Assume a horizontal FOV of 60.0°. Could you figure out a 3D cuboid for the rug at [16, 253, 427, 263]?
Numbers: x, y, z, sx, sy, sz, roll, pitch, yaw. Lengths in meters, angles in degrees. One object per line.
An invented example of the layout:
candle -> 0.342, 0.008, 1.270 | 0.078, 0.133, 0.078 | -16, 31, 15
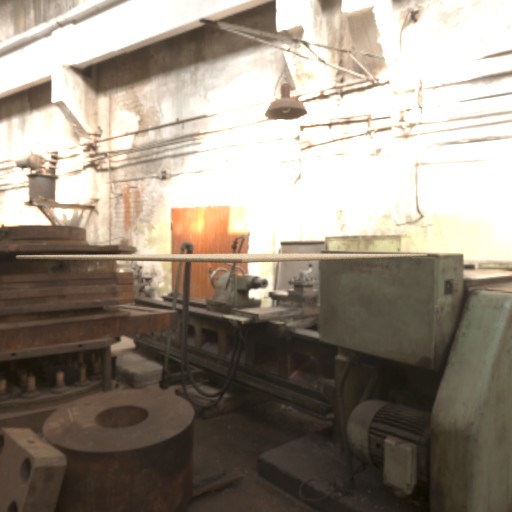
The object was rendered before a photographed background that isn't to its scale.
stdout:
rug -> 0.000, 0.000, 2.289 | 1.238, 0.014, 1.848 | 0, 1, 36
